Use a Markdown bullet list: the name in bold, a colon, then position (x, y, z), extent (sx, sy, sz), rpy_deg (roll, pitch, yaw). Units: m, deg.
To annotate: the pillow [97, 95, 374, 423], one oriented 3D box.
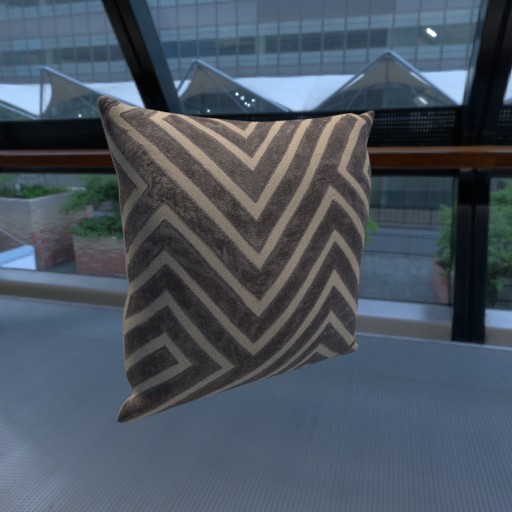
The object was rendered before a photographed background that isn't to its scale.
- **pillow**: position (0.000, 0.000, 0.667), extent (0.440, 0.441, 0.182), rpy_deg (-8, 17, -28)
